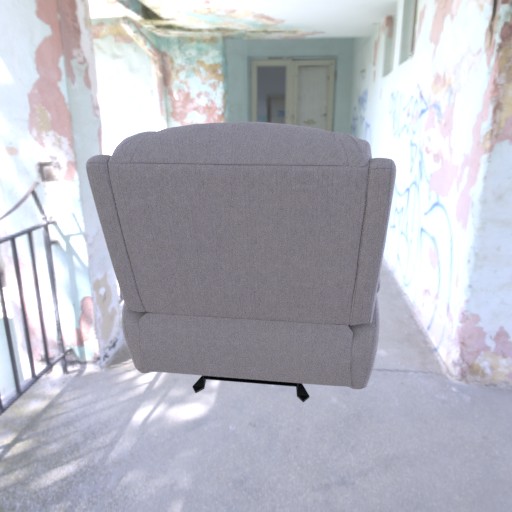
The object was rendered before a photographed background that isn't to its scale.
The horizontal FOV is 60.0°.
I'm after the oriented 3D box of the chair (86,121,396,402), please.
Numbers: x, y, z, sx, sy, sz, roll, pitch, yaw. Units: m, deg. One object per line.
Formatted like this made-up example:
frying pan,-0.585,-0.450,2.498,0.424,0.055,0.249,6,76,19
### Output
chair,0.000,0.000,1.736,0.930,1.011,0.899,2,17,8
